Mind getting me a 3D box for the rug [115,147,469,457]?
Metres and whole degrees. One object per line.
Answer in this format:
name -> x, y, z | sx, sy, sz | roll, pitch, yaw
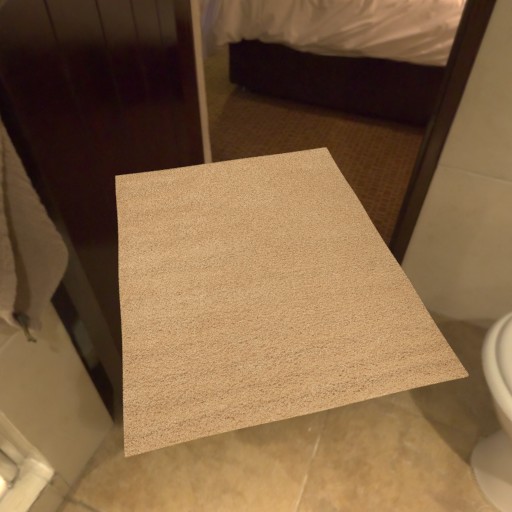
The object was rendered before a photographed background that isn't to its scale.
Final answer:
rug -> 0.000, 0.000, 3.970 | 2.400, 0.026, 3.000 | -10, 47, -9
